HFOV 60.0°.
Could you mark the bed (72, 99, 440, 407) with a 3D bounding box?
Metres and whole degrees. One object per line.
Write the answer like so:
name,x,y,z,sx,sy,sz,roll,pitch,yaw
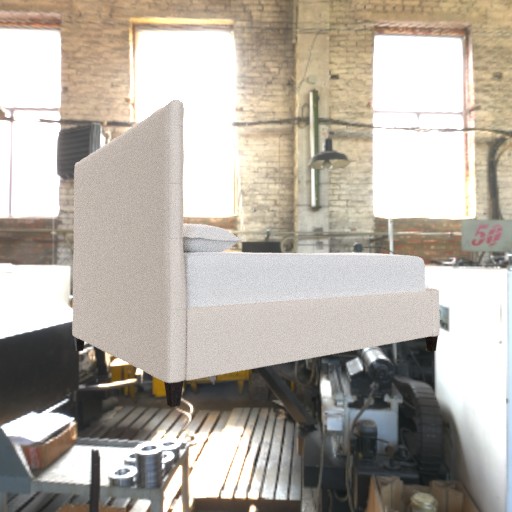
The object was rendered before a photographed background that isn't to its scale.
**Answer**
bed,0.000,0.000,3.349,2.233,1.426,1.696,1,-1,-37
